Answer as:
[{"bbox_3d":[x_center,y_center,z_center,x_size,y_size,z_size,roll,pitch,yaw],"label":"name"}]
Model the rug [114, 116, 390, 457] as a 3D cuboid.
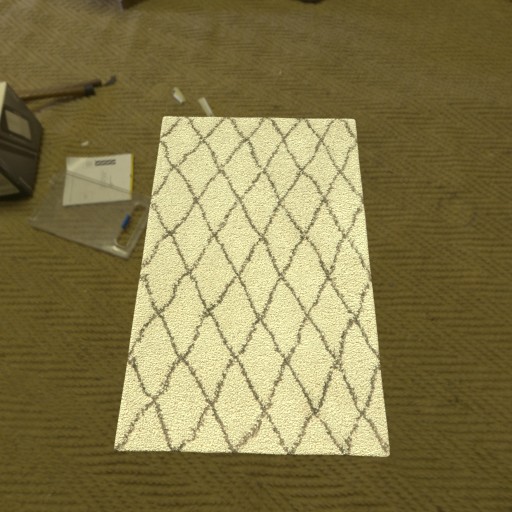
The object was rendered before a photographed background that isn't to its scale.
[{"bbox_3d":[0.000,0.000,2.983,1.524,0.030,2.438,1,64,0],"label":"rug"}]
